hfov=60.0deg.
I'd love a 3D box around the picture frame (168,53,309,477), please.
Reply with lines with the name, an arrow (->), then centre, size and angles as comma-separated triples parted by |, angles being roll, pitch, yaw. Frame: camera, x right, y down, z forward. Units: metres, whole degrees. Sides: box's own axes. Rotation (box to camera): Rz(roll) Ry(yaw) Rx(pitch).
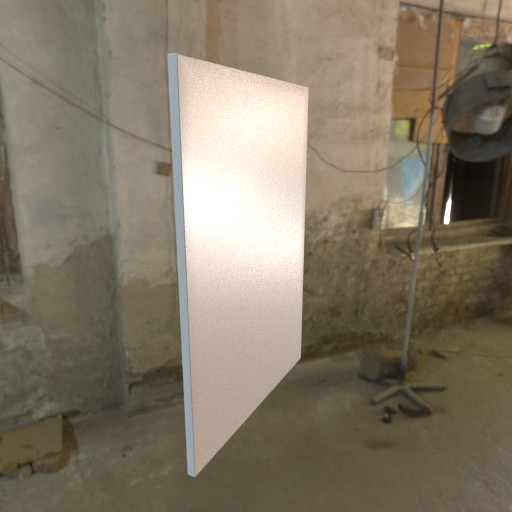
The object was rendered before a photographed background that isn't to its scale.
picture frame -> 0.000, 0.000, 0.699 | 0.012, 0.534, 0.381 | 8, 17, 27
